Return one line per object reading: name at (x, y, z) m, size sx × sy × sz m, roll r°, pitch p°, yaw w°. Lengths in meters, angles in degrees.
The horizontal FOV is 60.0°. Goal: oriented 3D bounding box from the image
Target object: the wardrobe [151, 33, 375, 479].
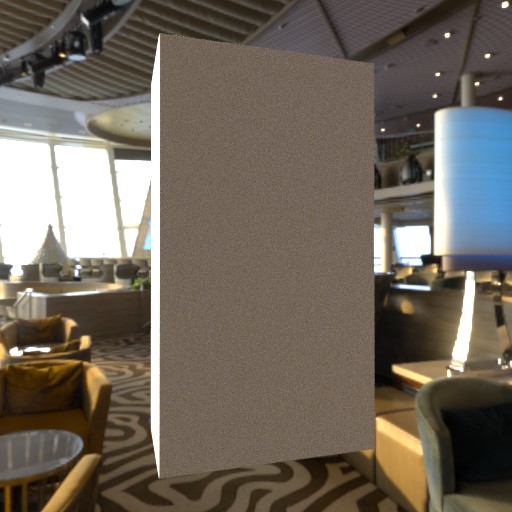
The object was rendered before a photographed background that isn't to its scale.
wardrobe at (0.000, 0.000, 2.216) m, size 0.991 × 1.808 × 0.577 m, roll 0°, pitch 0°, yaw -17°
